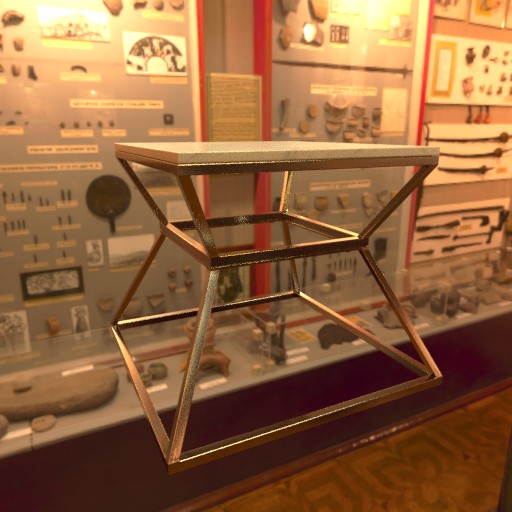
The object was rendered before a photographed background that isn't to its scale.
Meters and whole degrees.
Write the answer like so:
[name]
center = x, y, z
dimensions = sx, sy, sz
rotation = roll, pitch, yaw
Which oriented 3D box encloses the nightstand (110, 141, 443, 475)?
[nightstand]
center = 0.000, 0.000, 0.875
dimensions = 0.514, 0.426, 0.513
rotation = -8, 17, -25
